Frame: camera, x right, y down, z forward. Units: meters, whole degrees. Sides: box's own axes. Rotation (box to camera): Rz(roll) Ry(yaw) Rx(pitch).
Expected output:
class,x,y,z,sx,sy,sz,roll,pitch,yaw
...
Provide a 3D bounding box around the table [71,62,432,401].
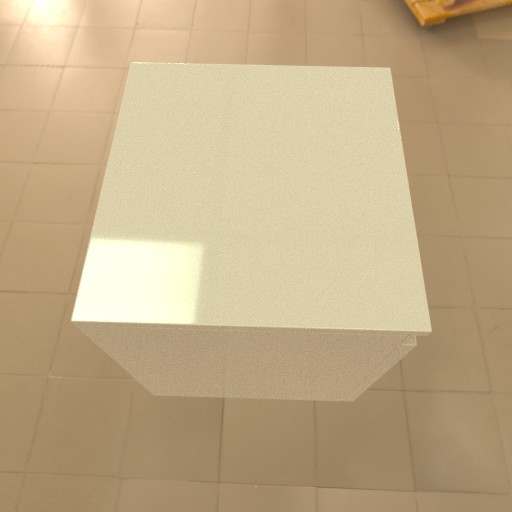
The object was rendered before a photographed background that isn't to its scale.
class,x,y,z,sx,sy,sz,roll,pitch,yaw
table,0.000,0.000,0.795,0.400,0.470,0.420,2,63,1
